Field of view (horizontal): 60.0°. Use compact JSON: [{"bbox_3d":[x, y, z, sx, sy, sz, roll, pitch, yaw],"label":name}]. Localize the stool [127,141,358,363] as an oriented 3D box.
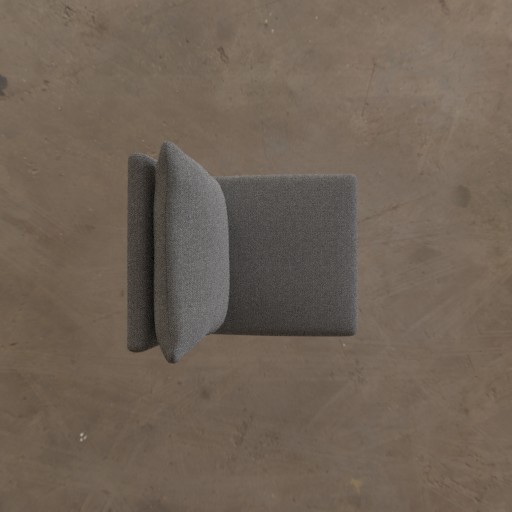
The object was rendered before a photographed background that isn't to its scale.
[{"bbox_3d":[0.000,0.000,1.435,0.569,1.132,0.463,0,89,-1],"label":"stool"}]
